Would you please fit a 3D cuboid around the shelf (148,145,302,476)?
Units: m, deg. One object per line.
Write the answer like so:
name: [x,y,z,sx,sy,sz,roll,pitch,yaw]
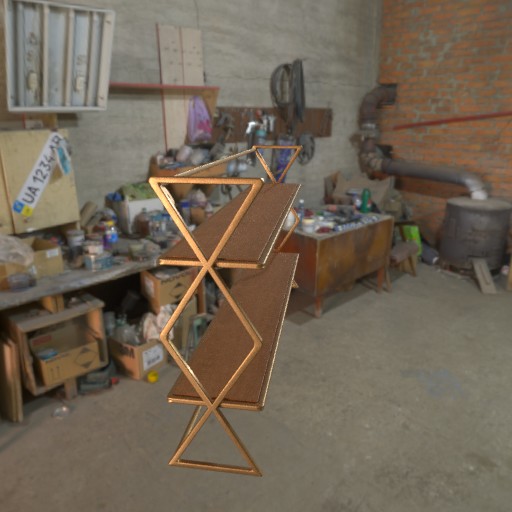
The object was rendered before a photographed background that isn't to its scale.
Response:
shelf: [0.000,0.000,1.008,0.150,0.450,0.822,3,17,9]
